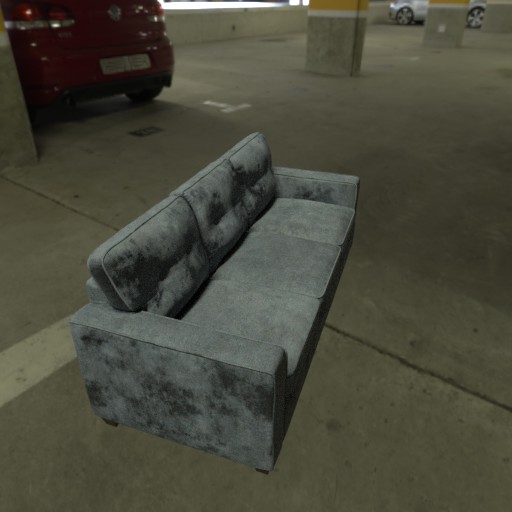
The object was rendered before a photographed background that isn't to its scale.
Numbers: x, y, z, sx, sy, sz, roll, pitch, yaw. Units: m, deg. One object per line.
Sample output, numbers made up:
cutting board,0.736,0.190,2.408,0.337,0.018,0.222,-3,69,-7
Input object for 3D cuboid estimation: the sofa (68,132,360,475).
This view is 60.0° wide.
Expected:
sofa,0.000,0.000,2.643,0.939,0.965,2.133,10,32,17
